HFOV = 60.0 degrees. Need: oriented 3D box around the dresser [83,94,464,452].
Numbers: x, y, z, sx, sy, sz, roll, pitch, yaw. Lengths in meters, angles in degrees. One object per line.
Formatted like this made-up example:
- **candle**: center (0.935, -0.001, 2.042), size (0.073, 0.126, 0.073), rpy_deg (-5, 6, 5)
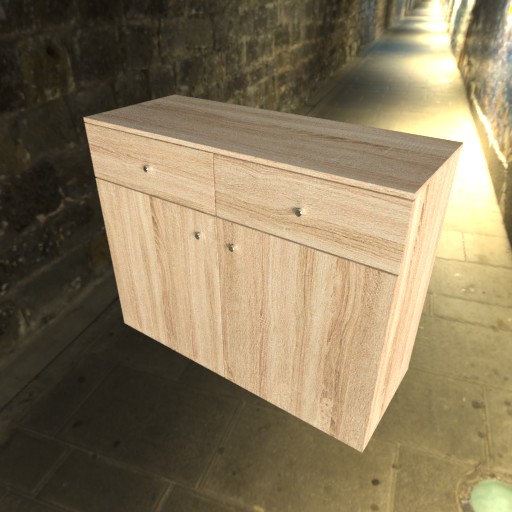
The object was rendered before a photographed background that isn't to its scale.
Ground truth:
- **dresser**: center (0.000, 0.000, 1.579), size (1.100, 0.900, 0.450), rpy_deg (20, 37, 29)
